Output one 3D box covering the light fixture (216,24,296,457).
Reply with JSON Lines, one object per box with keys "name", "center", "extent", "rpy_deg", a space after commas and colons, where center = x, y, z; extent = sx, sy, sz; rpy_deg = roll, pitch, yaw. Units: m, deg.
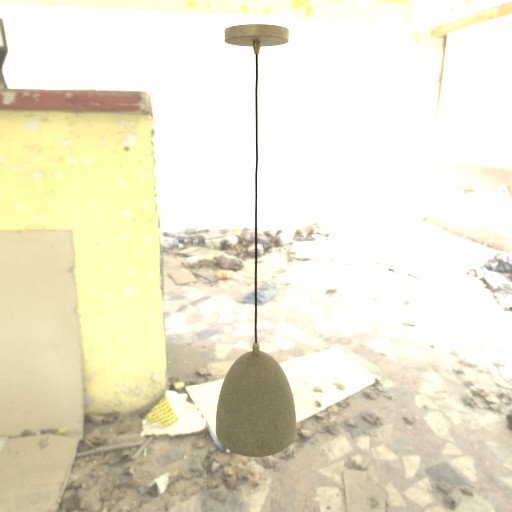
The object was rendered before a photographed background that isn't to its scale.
{"name": "light fixture", "center": [0.000, 0.000, 0.825], "extent": [0.170, 0.759, 0.170], "rpy_deg": [3, 17, 8]}
